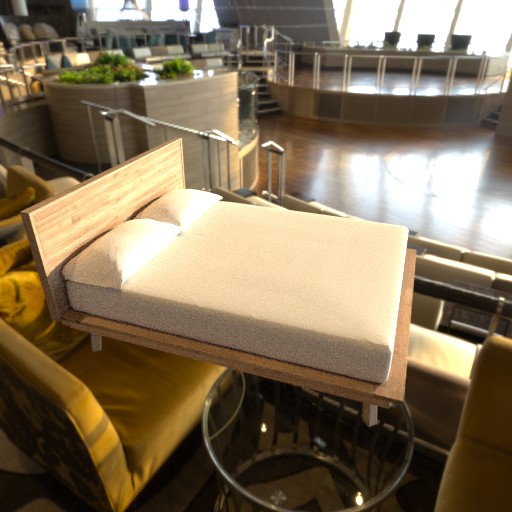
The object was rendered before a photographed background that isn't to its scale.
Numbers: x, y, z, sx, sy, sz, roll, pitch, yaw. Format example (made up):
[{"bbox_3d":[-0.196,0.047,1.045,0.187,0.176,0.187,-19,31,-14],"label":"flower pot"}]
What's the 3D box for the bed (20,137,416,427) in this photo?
[{"bbox_3d":[0.000,0.000,3.106,2.145,1.071,1.759,10,30,17],"label":"bed"}]
